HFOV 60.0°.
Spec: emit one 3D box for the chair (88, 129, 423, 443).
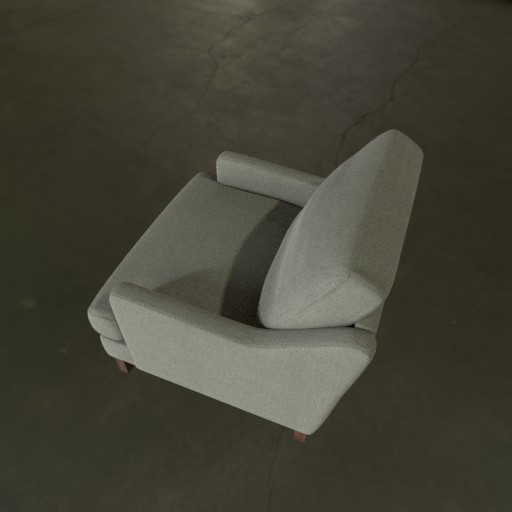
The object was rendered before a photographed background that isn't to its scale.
[{"bbox_3d":[0.000,0.000,1.532,0.892,0.821,0.826,16,49,15],"label":"chair"}]
